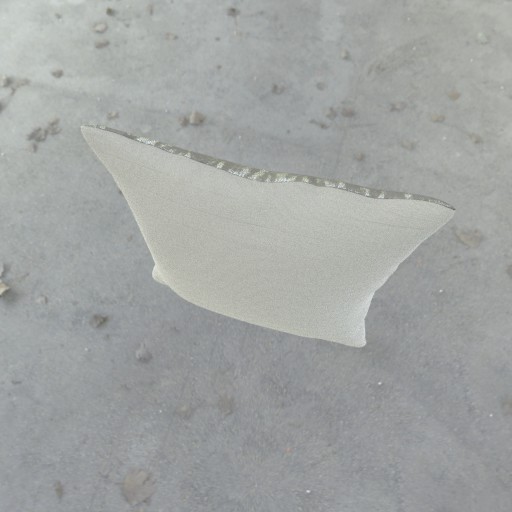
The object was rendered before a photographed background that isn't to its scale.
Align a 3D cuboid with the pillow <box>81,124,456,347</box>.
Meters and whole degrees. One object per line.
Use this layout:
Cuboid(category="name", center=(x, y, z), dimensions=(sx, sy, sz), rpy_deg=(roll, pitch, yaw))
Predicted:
Cuboid(category="pillow", center=(0.000, 0.000, 0.730), dimensions=(0.470, 0.464, 0.175), rpy_deg=(15, 64, 8))
